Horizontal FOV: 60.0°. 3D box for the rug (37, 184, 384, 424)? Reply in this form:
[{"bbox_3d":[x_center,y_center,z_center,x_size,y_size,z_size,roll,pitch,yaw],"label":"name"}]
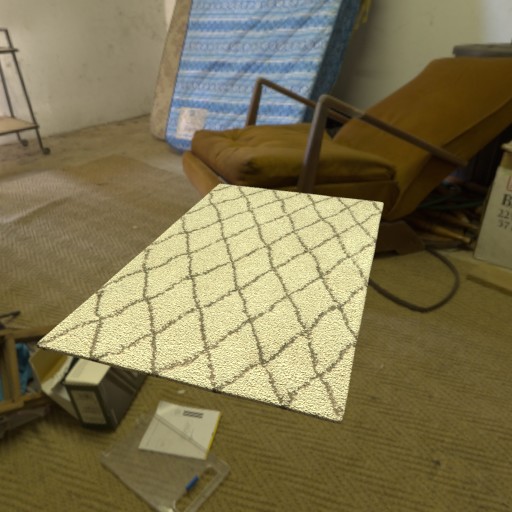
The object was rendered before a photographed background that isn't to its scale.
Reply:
[{"bbox_3d":[0.000,0.000,3.013,1.524,0.030,2.438,9,30,16],"label":"rug"}]
